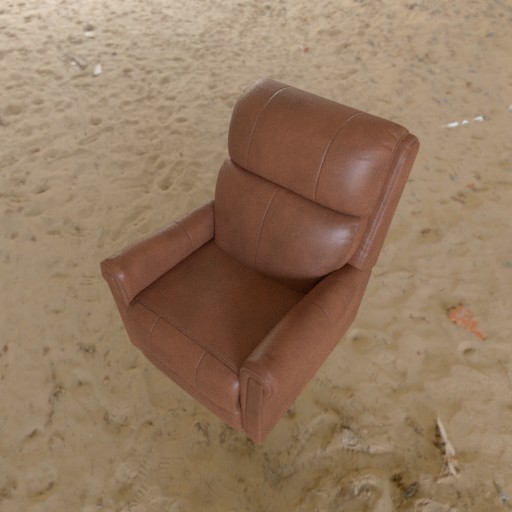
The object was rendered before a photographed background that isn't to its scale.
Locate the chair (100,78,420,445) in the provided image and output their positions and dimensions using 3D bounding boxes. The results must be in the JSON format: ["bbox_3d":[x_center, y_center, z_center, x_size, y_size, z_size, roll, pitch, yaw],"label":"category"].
[{"bbox_3d":[0.000,0.000,1.808,0.838,1.054,1.014,30,53,25],"label":"chair"}]
